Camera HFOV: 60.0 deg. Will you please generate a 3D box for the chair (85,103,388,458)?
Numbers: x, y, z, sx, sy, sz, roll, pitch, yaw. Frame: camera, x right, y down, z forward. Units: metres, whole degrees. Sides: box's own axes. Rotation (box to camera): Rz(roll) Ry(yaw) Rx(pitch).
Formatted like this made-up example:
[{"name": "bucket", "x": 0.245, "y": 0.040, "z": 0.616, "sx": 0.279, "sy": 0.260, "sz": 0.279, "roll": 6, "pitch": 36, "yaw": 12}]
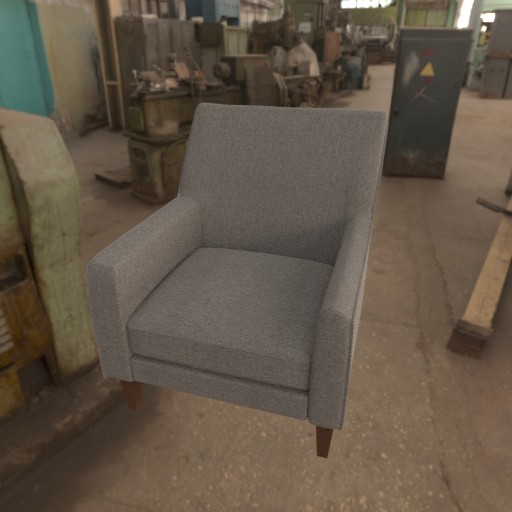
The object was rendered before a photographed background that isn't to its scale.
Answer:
[{"name": "chair", "x": 0.000, "y": 0.000, "z": 1.589, "sx": 0.780, "sy": 0.919, "sz": 0.899, "roll": 8, "pitch": 28, "yaw": 15}]
